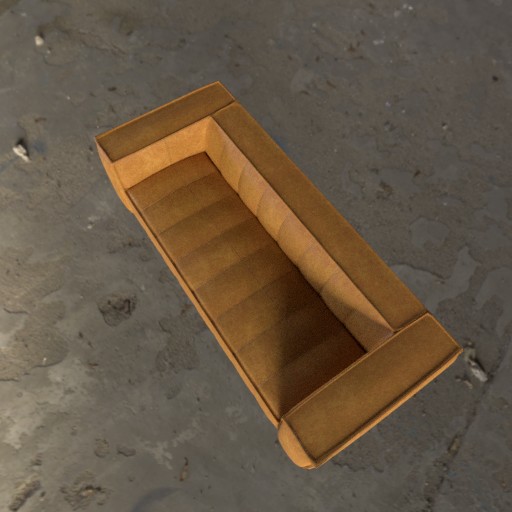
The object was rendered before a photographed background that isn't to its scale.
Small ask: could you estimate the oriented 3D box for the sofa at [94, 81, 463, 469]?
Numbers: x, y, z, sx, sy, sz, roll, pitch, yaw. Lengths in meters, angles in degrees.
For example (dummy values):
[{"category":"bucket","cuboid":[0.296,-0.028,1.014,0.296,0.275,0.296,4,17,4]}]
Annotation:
[{"category":"sofa","cuboid":[0.000,0.000,3.060,1.102,0.701,2.581,-31,67,-15]}]
